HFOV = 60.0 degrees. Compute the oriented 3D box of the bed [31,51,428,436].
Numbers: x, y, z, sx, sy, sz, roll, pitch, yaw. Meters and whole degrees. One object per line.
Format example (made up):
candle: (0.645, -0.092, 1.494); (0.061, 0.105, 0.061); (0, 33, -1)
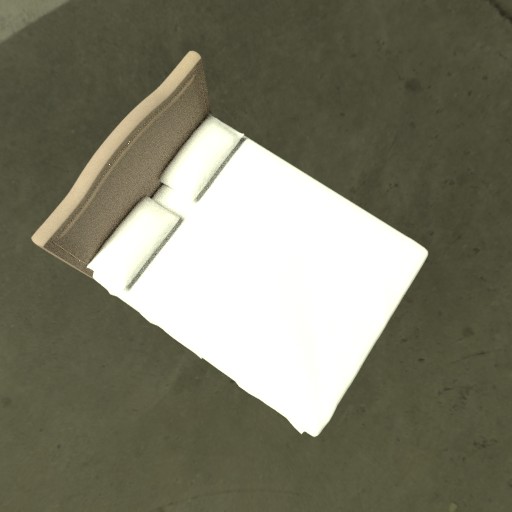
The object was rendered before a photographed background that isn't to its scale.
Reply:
bed: (0.000, 0.000, 3.398); (2.282, 1.436, 1.821); (34, 78, 8)
